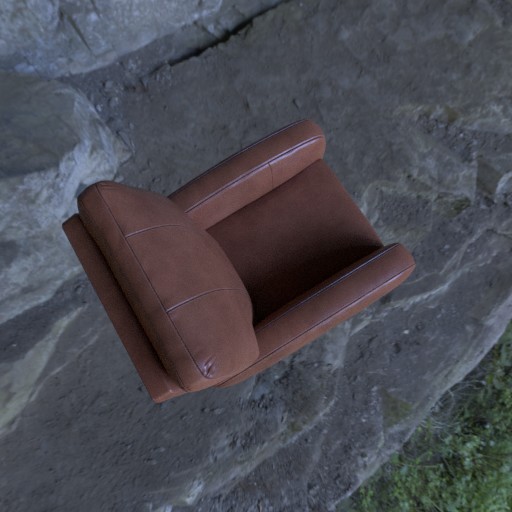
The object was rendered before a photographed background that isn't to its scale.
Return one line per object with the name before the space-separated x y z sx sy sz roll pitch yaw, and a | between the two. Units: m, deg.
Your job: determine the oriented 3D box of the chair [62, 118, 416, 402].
chair | 0.000 0.000 1.689 0.990 0.990 0.762 -30 78 -7
